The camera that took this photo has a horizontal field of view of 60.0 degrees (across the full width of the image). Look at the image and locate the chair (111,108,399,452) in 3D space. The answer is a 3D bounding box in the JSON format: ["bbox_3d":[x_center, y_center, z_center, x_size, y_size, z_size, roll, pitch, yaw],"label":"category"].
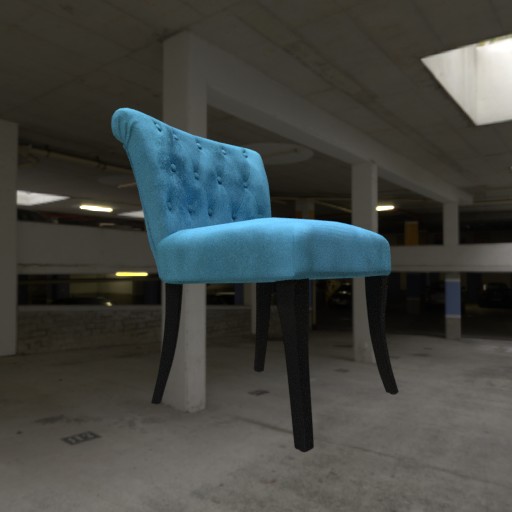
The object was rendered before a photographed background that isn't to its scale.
[{"bbox_3d":[0.000,0.000,1.199,0.605,0.750,0.582,-1,-2,37],"label":"chair"}]
